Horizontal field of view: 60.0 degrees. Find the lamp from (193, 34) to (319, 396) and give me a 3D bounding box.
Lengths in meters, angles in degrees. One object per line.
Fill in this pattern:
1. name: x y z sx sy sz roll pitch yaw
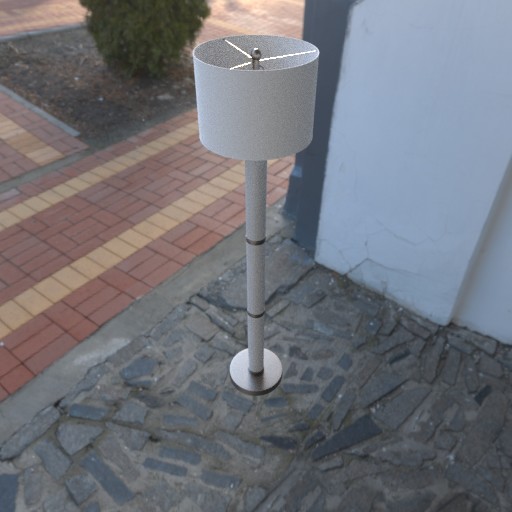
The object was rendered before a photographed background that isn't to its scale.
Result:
1. lamp: 0.000 0.000 1.825 0.377 1.599 0.377 -24 45 -26
